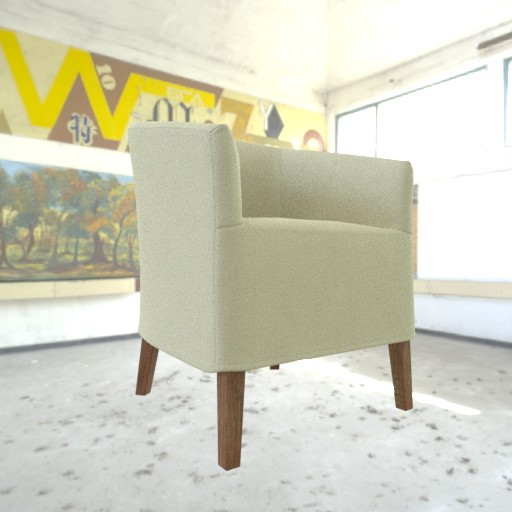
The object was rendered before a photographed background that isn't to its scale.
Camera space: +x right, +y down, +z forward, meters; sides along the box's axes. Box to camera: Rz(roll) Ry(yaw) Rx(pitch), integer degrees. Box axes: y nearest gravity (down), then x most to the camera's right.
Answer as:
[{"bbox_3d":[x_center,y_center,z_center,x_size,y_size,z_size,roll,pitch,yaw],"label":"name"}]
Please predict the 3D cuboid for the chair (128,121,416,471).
[{"bbox_3d":[0.000,0.000,1.275,0.643,0.822,0.657,0,0,-36],"label":"chair"}]
